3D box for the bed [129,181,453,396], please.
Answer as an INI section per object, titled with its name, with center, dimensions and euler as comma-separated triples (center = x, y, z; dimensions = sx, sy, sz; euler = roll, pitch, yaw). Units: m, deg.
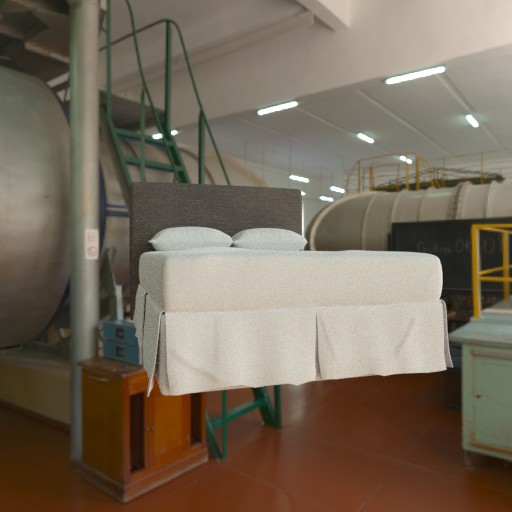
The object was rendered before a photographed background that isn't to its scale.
[bed]
center = 0.000, 0.000, 3.254
dimensions = 1.723, 1.330, 2.142
euler = 0, 0, -18
